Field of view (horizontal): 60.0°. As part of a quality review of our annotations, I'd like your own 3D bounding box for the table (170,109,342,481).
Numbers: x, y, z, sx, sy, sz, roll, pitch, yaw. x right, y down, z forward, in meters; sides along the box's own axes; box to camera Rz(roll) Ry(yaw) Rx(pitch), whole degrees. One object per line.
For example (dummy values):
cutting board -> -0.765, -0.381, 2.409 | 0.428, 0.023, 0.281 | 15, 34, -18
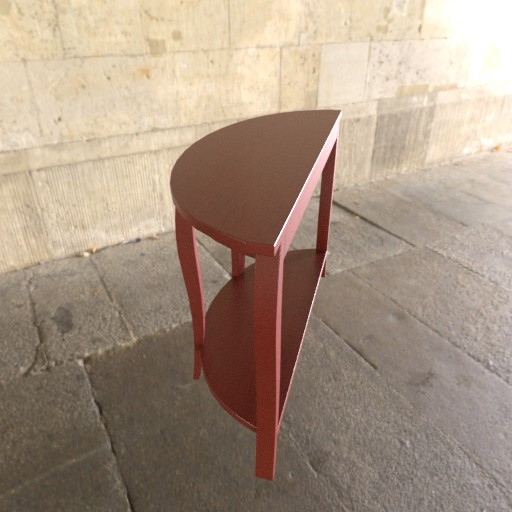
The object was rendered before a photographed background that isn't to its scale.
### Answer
table -> 0.000, 0.000, 1.566 | 0.405, 0.779, 1.219 | 8, 31, 13
